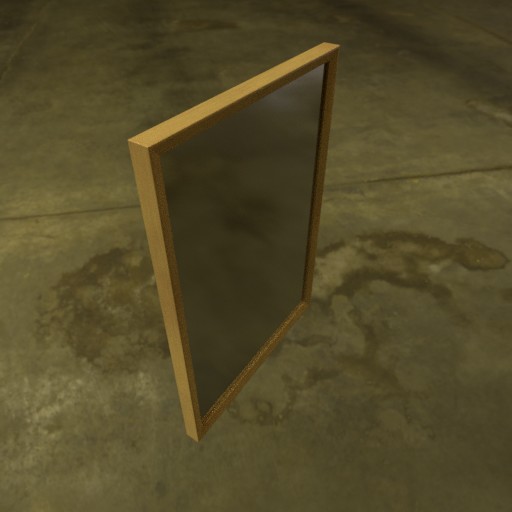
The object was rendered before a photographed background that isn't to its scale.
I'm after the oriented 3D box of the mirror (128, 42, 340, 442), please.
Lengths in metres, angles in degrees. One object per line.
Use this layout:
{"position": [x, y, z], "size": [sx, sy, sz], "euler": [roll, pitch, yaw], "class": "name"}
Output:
{"position": [0.000, 0.000, 0.918], "size": [0.039, 0.710, 0.507], "euler": [24, 46, 25], "class": "mirror"}
